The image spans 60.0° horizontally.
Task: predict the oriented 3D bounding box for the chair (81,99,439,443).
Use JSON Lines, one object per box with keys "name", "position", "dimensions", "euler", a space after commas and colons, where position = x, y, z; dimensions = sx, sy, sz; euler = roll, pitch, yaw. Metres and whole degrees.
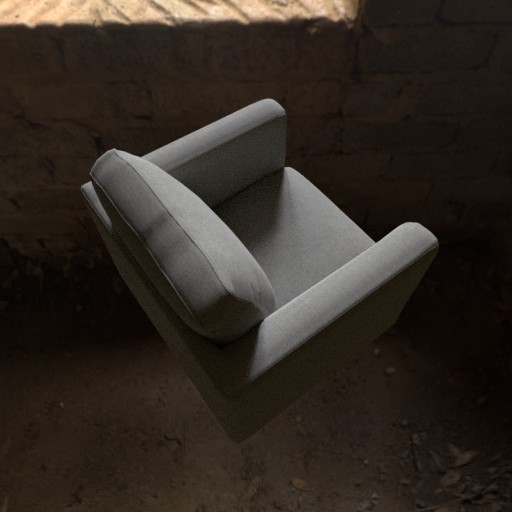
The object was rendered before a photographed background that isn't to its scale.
{"name": "chair", "position": [0.000, 0.000, 1.551], "dimensions": [0.800, 0.927, 0.855], "euler": [-32, 63, -19]}
